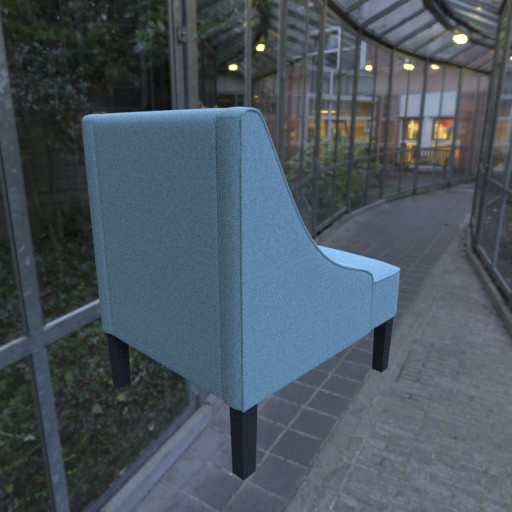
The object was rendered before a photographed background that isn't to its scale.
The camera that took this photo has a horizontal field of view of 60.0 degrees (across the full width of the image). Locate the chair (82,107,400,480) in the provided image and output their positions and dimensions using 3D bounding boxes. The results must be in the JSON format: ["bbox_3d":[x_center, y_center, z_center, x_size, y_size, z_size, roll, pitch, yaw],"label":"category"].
[{"bbox_3d":[0.000,0.000,1.866,0.857,1.133,1.025,14,21,41],"label":"chair"}]
